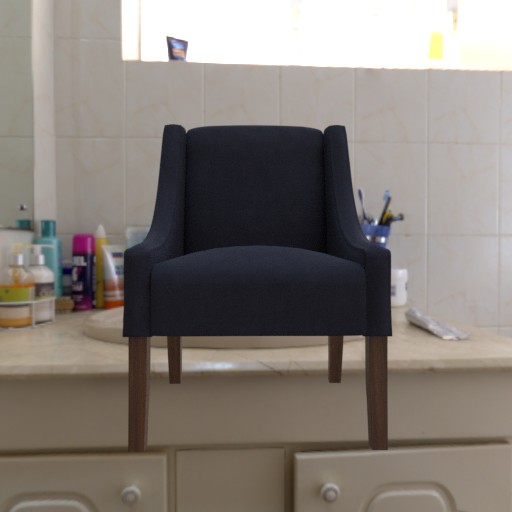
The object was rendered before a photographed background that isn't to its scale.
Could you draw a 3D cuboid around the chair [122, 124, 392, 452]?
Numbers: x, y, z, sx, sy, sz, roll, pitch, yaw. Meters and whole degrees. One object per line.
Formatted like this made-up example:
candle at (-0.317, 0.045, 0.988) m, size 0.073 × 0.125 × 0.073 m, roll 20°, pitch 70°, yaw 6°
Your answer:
chair at (0.000, 0.000, 1.304) m, size 0.629 × 0.895 × 0.629 m, roll 0°, pitch 0°, yaw -1°
